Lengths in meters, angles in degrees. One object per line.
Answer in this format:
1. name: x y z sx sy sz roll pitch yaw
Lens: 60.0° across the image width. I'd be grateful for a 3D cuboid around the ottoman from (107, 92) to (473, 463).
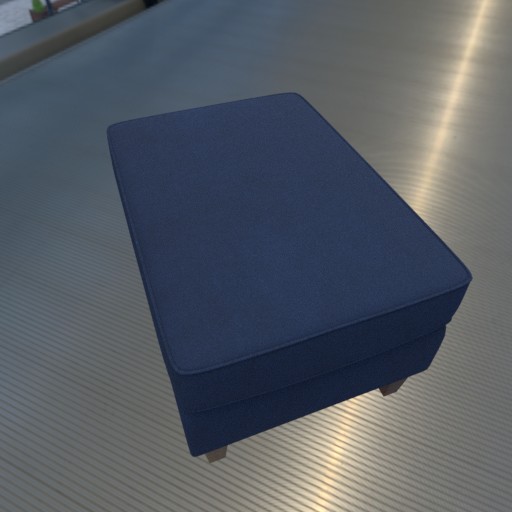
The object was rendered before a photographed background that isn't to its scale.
1. ottoman: 0.000 0.000 1.355 0.686 0.584 0.965 -15 48 -14
